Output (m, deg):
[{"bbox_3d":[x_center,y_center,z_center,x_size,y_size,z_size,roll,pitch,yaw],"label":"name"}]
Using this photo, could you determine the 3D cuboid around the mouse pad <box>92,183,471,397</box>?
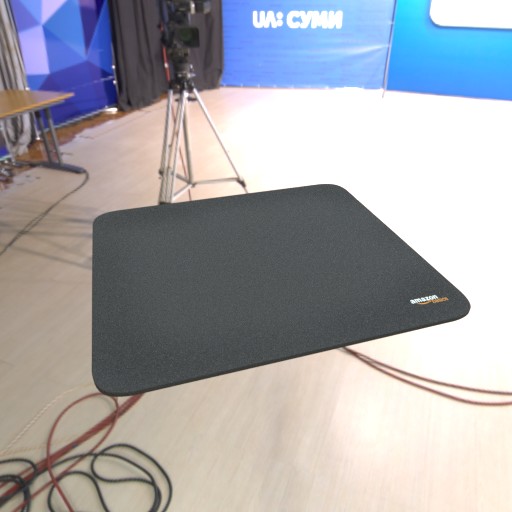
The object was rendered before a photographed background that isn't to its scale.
[{"bbox_3d":[0.000,0.000,0.324,0.229,0.003,0.203,-10,34,-14],"label":"mouse pad"}]
